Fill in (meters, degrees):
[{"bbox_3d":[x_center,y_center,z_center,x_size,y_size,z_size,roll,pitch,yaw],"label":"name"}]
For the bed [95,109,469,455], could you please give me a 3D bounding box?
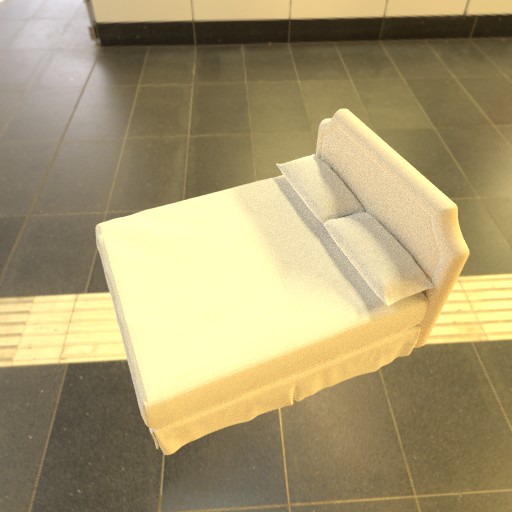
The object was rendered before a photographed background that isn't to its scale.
[{"bbox_3d":[0.000,0.000,3.889,2.548,1.524,2.134,-17,49,-16],"label":"bed"}]
